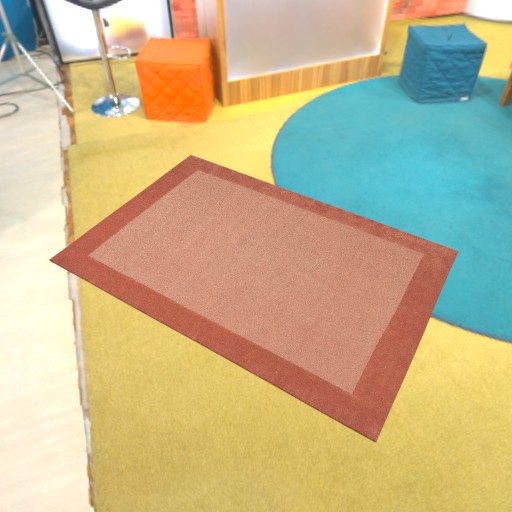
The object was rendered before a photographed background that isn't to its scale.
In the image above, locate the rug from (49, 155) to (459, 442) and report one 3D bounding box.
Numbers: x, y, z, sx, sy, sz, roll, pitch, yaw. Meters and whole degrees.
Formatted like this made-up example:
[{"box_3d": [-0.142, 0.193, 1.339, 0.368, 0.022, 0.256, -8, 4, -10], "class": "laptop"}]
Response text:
[{"box_3d": [0.000, 0.000, 2.377, 1.829, 0.014, 1.219, 24, 49, 22], "class": "rug"}]
